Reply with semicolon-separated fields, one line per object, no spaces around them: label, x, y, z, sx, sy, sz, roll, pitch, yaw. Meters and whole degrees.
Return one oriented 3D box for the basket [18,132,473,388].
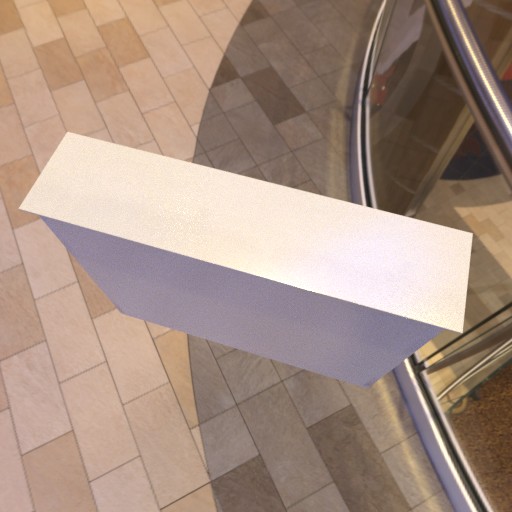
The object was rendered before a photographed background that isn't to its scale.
basket;0.000;0.000;1.084;0.780;0.600;0.350;15;65;7
